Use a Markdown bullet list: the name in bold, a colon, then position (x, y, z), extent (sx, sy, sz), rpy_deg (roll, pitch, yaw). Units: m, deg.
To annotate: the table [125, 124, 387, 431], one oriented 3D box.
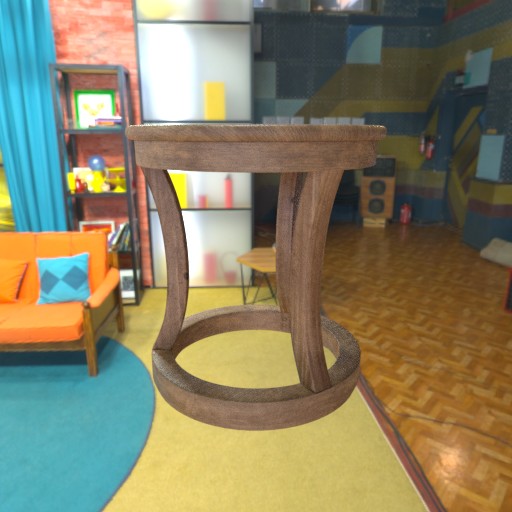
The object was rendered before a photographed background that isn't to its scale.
- **table**: position (0.000, 0.000, 0.819), extent (0.432, 0.460, 0.432), rpy_deg (0, 16, 0)
